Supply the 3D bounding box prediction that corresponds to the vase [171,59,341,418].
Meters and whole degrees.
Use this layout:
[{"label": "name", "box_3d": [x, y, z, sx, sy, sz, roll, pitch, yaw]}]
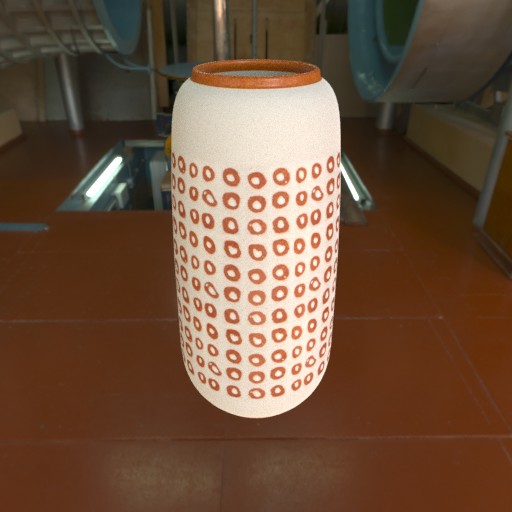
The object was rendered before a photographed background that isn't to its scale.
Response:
[{"label": "vase", "box_3d": [0.000, 0.000, 0.356, 0.133, 0.282, 0.133, 0, 30, 0]}]
